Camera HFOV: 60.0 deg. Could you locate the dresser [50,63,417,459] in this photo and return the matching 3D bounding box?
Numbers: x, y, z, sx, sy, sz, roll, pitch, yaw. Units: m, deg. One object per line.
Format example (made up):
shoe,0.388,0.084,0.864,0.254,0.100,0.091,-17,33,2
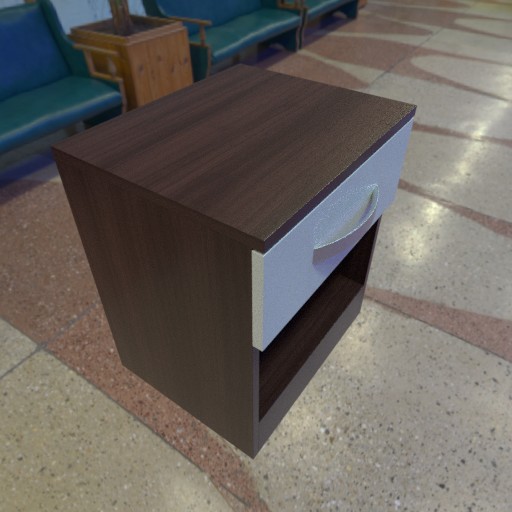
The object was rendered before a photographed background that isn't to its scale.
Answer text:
dresser,0.000,0.000,0.762,0.360,0.470,0.400,25,47,26
